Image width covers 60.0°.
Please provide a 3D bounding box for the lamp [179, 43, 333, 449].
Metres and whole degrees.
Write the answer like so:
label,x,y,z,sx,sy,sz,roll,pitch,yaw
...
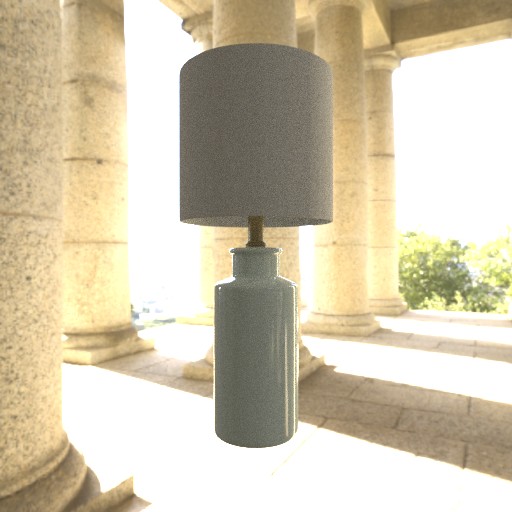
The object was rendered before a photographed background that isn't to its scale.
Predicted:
label,x,y,z,sx,sy,sz,roll,pitch,yaw
lamp,0.000,0.000,0.618,0.212,0.493,0.212,0,0,-2
